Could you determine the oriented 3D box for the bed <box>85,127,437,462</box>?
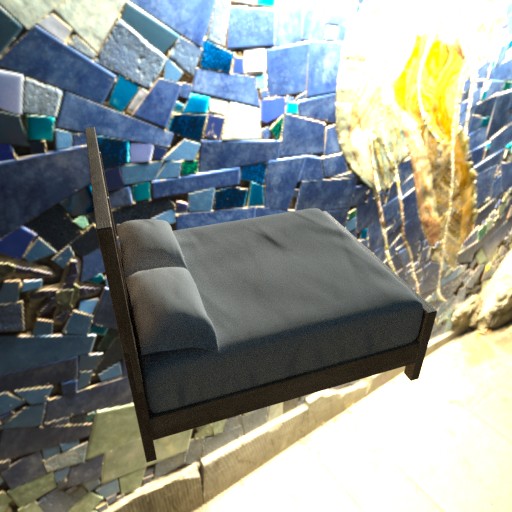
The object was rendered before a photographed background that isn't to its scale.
[{"bbox_3d":[0.000,0.000,3.229,2.017,1.631,1.615,-11,33,-17],"label":"bed"}]
